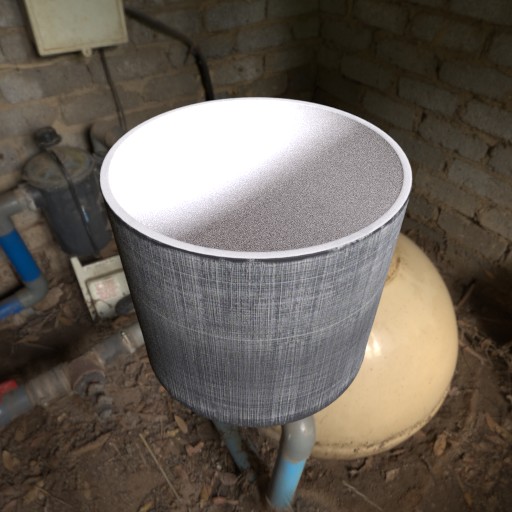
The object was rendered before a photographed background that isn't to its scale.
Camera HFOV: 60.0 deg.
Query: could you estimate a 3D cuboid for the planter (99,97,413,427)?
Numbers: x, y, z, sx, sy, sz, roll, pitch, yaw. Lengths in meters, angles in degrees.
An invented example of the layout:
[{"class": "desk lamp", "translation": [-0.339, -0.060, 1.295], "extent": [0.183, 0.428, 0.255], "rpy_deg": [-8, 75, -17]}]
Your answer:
[{"class": "planter", "translation": [0.000, 0.000, 0.444], "extent": [0.254, 0.221, 0.254], "rpy_deg": [0, 42, 0]}]
